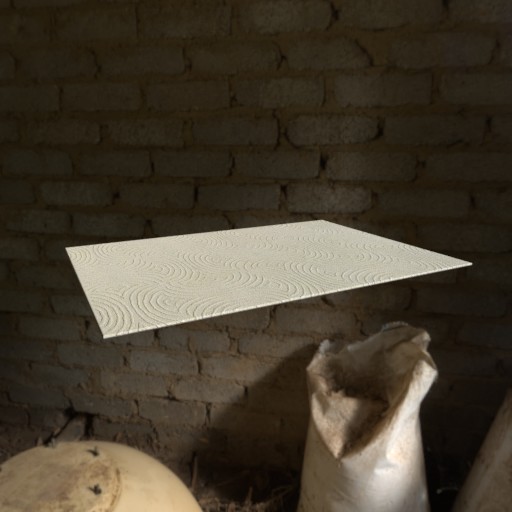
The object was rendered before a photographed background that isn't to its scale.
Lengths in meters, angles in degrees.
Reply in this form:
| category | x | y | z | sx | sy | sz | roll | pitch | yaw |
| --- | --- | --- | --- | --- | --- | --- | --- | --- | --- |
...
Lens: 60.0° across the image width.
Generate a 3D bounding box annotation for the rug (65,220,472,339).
| category | x | y | z | sx | sy | sz | roll | pitch | yaw |
| --- | --- | --- | --- | --- | --- | --- | --- | --- | --- |
| rug | 0.000 | 0.000 | 2.834 | 2.132 | 0.015 | 1.526 | -8 | 18 | -27 |
